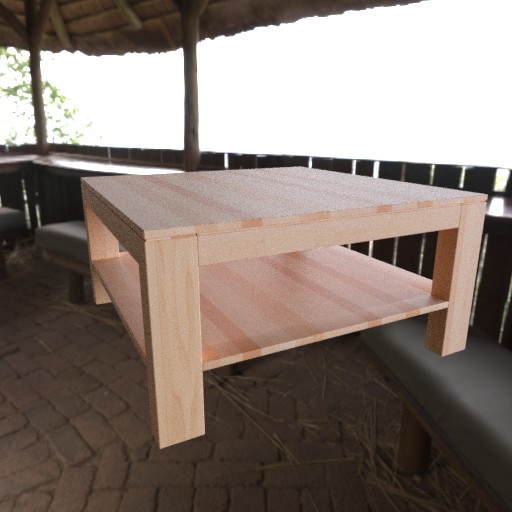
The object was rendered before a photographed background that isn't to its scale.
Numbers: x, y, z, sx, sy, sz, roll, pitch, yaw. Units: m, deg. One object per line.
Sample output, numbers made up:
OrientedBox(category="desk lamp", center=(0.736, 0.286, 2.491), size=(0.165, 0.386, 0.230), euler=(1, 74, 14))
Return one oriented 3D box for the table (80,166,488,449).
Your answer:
OrientedBox(category="table", center=(0.000, 0.000, 1.407), size=(0.900, 0.450, 0.900), euler=(-8, 18, -26))
